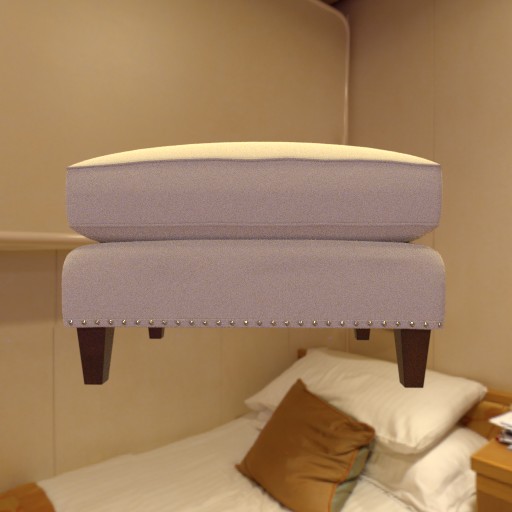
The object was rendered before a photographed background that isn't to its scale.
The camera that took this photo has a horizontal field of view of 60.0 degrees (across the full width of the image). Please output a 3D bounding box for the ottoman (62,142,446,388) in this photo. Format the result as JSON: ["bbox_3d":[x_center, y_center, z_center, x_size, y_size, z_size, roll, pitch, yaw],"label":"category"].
[{"bbox_3d":[0.000,0.000,1.130,0.741,0.513,0.584,0,0,2],"label":"ottoman"}]
